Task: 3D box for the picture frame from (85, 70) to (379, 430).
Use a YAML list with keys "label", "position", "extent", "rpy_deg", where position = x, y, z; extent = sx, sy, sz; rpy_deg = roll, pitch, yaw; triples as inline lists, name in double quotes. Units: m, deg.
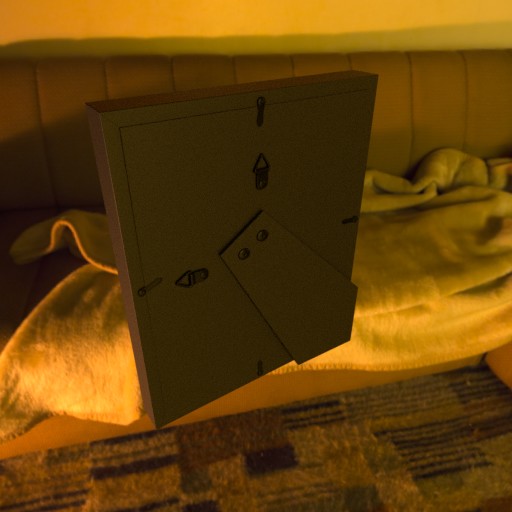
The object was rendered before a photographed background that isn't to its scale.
- label: "picture frame"
  position: [0.000, 0.000, 0.394]
  extent: [0.232, 0.284, 0.042]
  rpy_deg: [-19, 36, -28]
